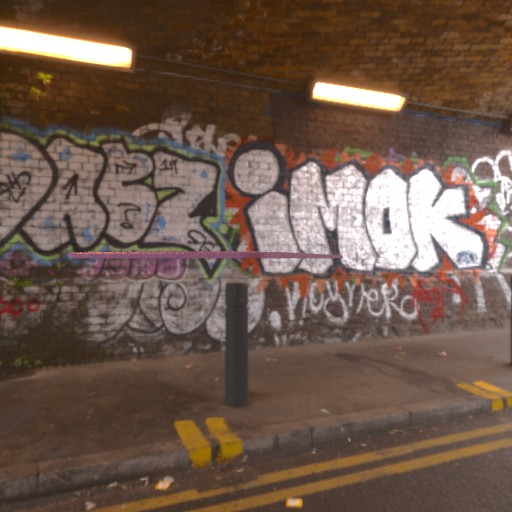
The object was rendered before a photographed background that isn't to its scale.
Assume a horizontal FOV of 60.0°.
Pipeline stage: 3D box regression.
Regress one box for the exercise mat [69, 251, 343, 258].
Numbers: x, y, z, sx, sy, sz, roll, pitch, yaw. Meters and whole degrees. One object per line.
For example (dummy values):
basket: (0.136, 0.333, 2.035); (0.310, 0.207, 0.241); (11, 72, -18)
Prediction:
exercise mat: (0.000, 0.000, 2.098); (0.616, 0.021, 1.869); (0, 0, 18)
